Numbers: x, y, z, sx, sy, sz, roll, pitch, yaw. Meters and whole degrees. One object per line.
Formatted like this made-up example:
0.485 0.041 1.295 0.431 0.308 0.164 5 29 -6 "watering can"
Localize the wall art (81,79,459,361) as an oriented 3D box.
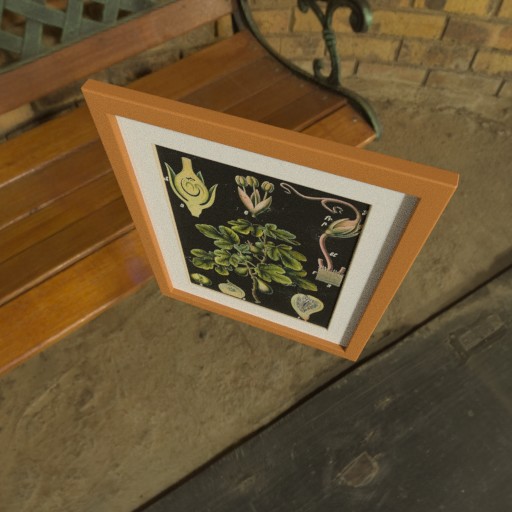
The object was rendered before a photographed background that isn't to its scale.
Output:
0.000 0.000 0.507 0.310 0.379 0.015 18 60 11 "wall art"
